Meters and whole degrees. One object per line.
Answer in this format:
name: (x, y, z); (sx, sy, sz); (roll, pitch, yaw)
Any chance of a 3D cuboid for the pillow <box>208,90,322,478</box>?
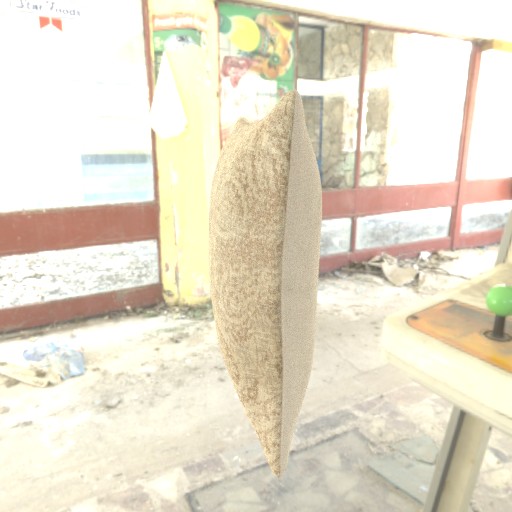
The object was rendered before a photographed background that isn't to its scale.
pillow: (0.000, 0.000, 0.802); (0.166, 0.510, 0.523); (-2, 14, -8)
